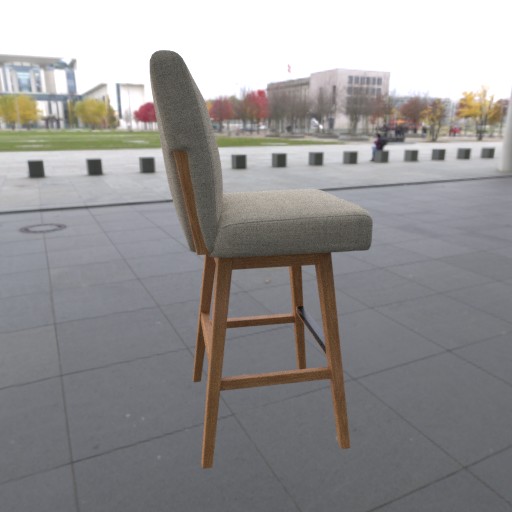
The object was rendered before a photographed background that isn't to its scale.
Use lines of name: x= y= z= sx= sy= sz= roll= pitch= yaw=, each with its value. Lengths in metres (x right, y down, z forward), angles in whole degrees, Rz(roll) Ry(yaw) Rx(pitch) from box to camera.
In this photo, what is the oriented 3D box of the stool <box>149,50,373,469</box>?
stool: x=0.000 y=0.000 z=1.371 sx=0.569 sy=1.106 sz=0.483 roll=-3 pitch=17 yaw=-11
